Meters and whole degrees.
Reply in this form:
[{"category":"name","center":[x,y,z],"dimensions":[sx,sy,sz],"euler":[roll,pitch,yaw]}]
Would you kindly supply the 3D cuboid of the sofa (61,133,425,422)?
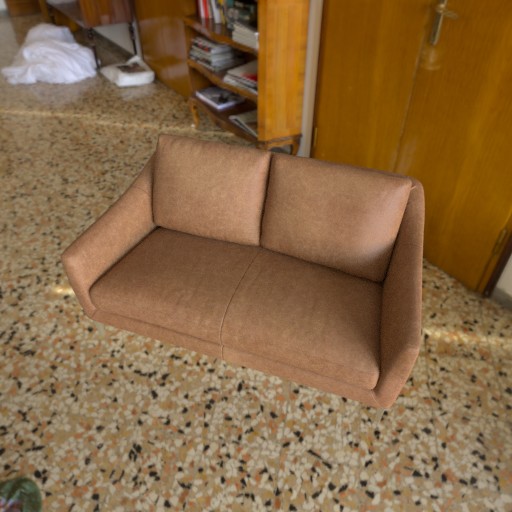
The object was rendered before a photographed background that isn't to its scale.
[{"category":"sofa","center":[0.000,0.000,2.258],"dimensions":[1.619,0.902,0.960],"euler":[13,42,15]}]
